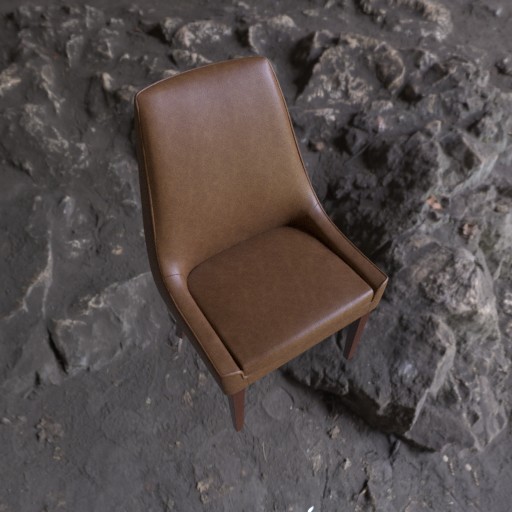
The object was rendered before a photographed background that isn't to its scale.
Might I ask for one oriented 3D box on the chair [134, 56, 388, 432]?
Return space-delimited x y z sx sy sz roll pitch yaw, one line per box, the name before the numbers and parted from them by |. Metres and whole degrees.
chair | 0.000 0.000 1.223 0.529 0.861 0.544 -26 53 -22
